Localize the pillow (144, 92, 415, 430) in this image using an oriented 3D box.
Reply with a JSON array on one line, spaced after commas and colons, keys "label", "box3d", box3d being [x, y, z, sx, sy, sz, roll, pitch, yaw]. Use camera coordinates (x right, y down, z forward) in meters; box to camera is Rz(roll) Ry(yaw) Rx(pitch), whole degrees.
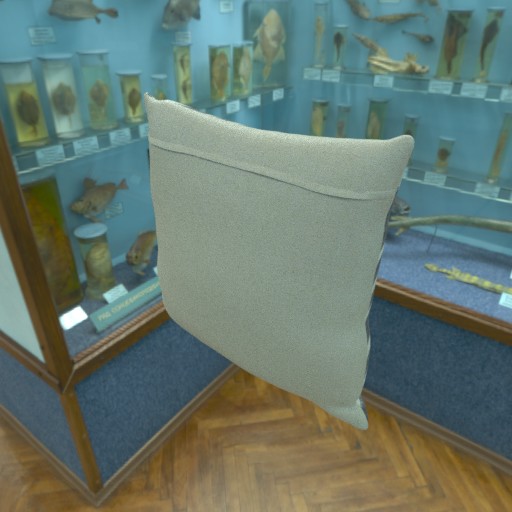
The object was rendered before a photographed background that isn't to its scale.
[{"label": "pillow", "box3d": [0.000, 0.000, 0.676, 0.440, 0.441, 0.182, 22, 37, 32]}]
